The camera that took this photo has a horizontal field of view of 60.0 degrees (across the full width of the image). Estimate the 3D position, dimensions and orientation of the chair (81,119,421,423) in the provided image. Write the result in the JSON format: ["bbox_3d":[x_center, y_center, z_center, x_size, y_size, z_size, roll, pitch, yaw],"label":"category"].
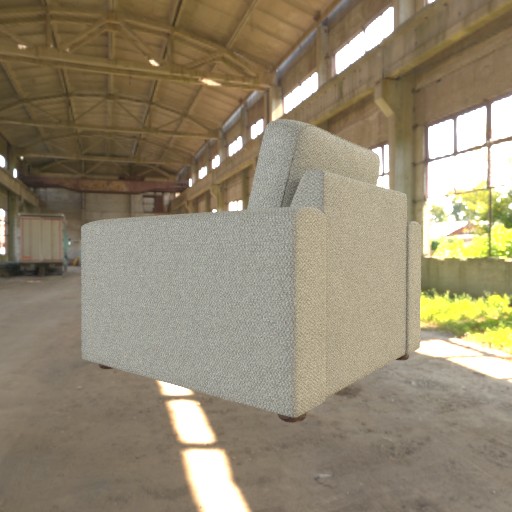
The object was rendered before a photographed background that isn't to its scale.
[{"bbox_3d":[0.000,0.000,1.803,1.016,0.873,1.005,1,1,38],"label":"chair"}]
